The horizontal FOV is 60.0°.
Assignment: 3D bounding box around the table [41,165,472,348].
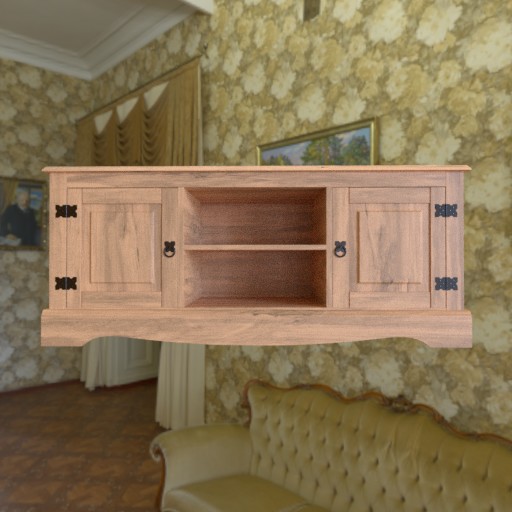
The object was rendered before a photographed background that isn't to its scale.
[{"bbox_3d":[0.000,0.000,1.434,1.200,0.510,0.400,0,-1,1],"label":"table"}]
